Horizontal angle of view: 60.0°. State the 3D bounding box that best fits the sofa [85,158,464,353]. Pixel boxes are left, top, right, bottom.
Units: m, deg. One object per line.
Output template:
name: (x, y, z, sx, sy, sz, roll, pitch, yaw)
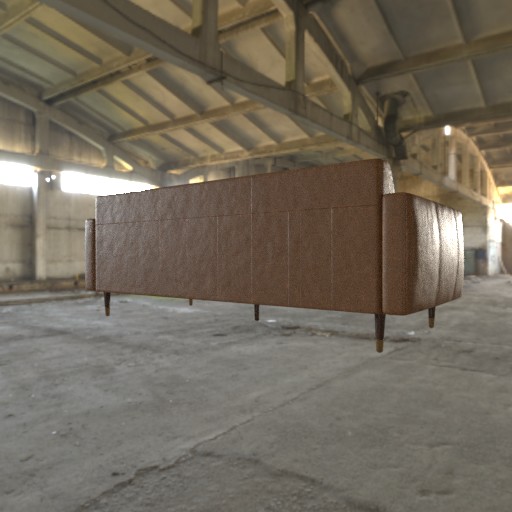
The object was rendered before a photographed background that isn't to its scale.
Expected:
sofa: (0.000, 0.000, 2.790, 2.291, 0.821, 0.990, 0, 0, 36)
